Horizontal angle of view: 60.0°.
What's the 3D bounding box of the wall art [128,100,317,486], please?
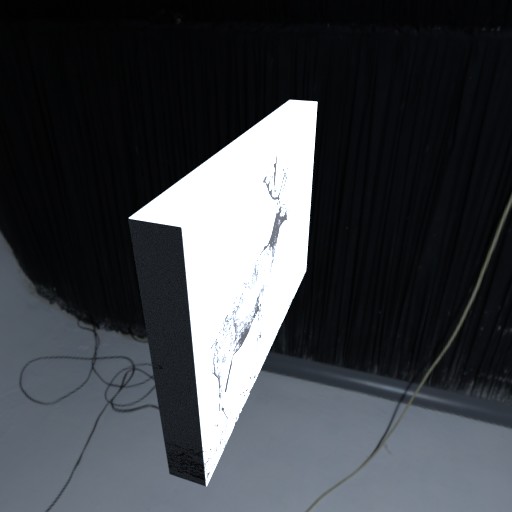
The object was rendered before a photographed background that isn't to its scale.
[{"bbox_3d":[0.000,0.000,0.490,0.038,0.259,0.381,10,32,16],"label":"wall art"}]
